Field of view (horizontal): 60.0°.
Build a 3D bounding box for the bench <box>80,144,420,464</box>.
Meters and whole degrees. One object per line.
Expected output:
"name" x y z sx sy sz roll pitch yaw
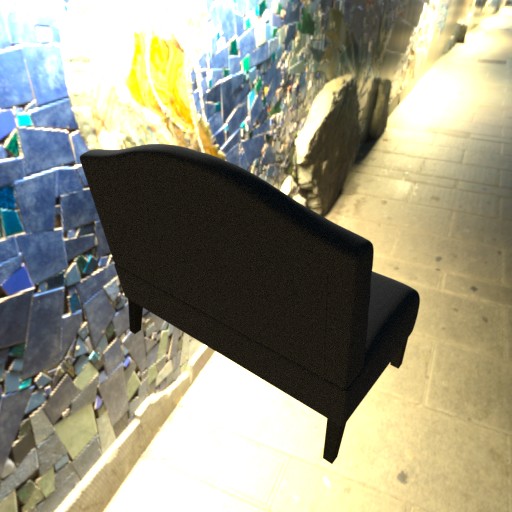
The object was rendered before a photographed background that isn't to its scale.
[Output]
"bench" 0.000 0.000 2.039 1.335 1.180 0.815 23 39 32
